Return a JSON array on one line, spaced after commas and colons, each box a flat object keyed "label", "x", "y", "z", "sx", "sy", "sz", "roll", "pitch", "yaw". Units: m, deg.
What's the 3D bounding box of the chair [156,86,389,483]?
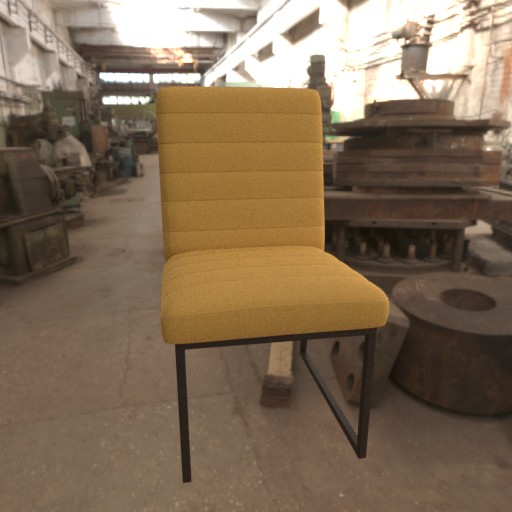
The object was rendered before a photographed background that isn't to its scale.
[{"label": "chair", "x": 0.000, "y": 0.000, "z": 1.244, "sx": 0.520, "sy": 0.930, "sz": 0.634, "roll": -3, "pitch": 17, "yaw": -10}]
